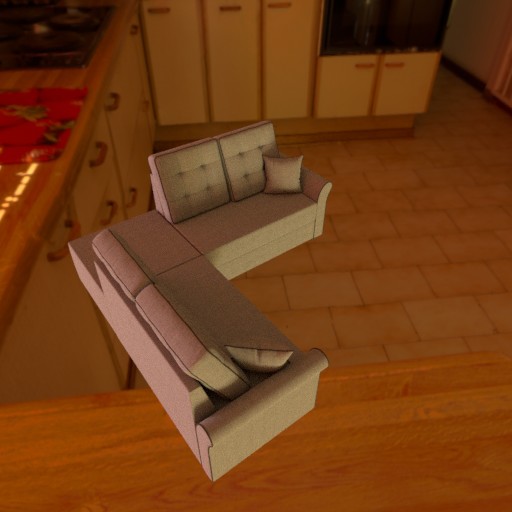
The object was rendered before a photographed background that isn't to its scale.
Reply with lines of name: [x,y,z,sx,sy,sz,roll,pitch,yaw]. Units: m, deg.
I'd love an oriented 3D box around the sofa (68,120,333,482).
sofa: [0.000,0.000,3.206,2.070,0.988,2.068,-26,47,-27]
